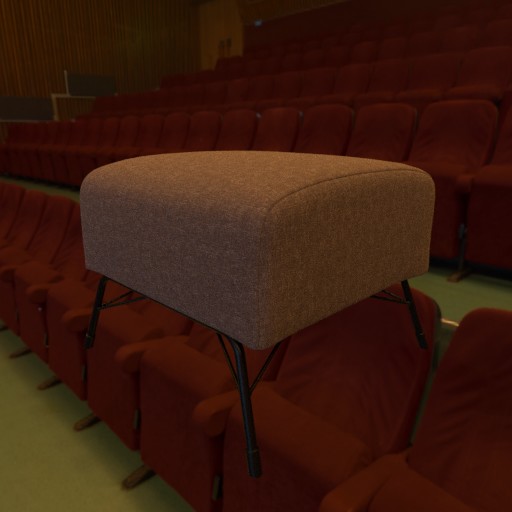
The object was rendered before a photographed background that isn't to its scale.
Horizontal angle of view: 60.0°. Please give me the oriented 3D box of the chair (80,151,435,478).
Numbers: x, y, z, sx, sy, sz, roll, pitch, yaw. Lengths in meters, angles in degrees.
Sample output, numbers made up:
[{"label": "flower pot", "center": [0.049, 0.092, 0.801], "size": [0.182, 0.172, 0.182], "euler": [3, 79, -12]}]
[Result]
[{"label": "chair", "center": [0.000, 0.000, 0.898], "size": [0.530, 0.410, 0.530], "euler": [-16, 22, -43]}]
